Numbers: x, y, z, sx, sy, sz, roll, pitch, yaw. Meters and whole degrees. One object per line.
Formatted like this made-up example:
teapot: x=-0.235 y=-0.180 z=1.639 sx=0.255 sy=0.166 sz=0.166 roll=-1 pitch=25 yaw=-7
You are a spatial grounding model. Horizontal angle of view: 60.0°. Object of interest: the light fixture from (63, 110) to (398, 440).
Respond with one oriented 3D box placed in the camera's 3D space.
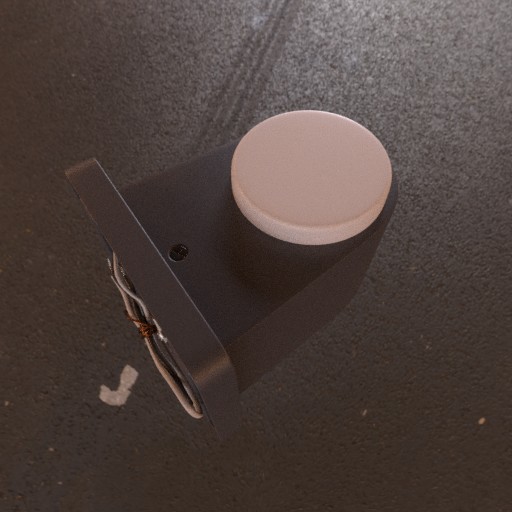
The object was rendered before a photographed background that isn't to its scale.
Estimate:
light fixture: x=0.000 y=0.000 z=0.215 sx=0.132 sy=0.109 sz=0.109 roll=-31 pitch=64 yaw=-17
